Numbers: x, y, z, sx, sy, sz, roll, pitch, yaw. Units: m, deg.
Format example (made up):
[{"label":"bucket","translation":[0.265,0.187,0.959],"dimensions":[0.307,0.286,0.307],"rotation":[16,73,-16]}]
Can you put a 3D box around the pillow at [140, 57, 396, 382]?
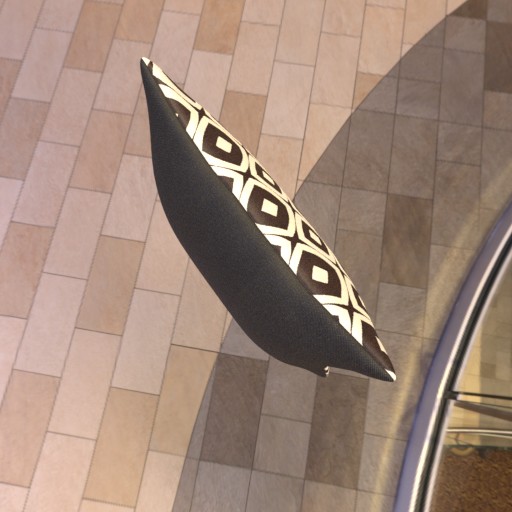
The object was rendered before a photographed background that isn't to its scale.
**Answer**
[{"label":"pillow","translation":[0.000,0.000,0.763],"dimensions":[0.188,0.494,0.504],"rotation":[-36,78,-9]}]
